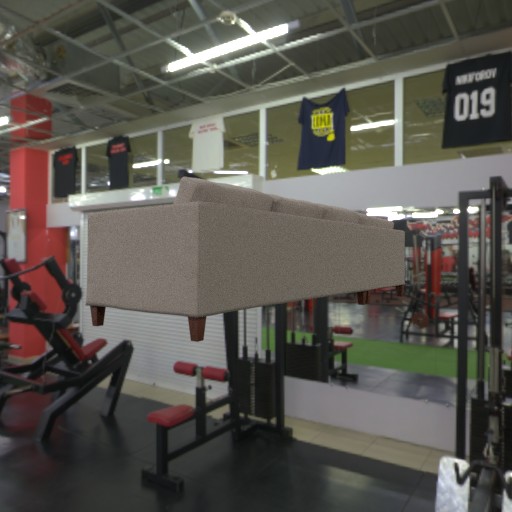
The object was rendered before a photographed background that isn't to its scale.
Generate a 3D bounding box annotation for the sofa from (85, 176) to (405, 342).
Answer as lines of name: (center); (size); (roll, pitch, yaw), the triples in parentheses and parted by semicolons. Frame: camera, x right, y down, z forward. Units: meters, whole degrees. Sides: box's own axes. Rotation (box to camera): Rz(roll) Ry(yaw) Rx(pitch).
sofa: (0.000, 0.000, 3.880); (1.625, 0.846, 3.186); (0, 0, 36)
